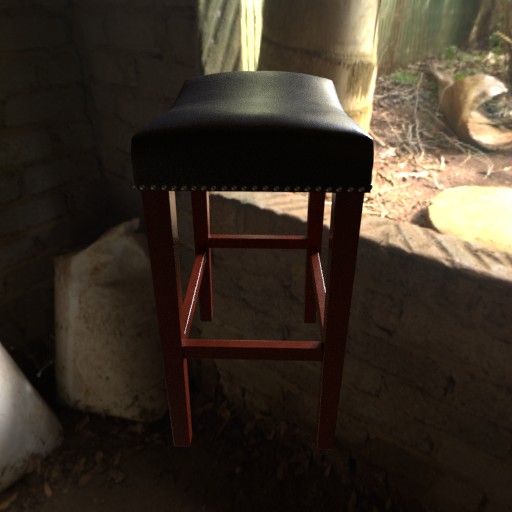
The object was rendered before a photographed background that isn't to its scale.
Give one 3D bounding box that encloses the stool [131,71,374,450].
[{"bbox_3d":[0.000,0.000,1.029,0.372,0.742,0.504,1,31,1],"label":"stool"}]
